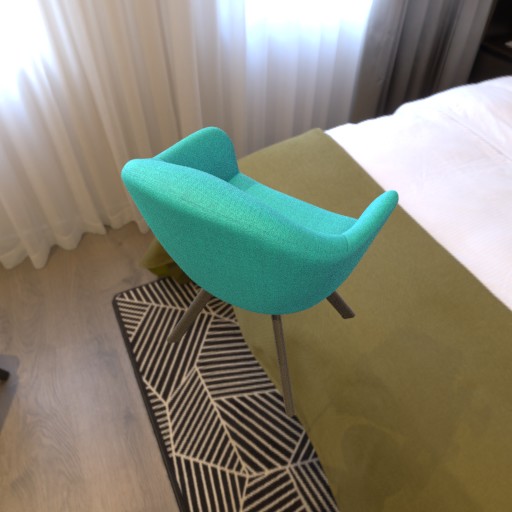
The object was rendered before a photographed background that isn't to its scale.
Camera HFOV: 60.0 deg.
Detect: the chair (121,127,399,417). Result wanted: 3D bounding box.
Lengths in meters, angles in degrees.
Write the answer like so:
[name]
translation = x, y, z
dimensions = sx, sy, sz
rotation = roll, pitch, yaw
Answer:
[chair]
translation = 0.000, 0.000, 1.227
dimensions = 0.590, 0.795, 0.550
rotation = 25, 51, 22
